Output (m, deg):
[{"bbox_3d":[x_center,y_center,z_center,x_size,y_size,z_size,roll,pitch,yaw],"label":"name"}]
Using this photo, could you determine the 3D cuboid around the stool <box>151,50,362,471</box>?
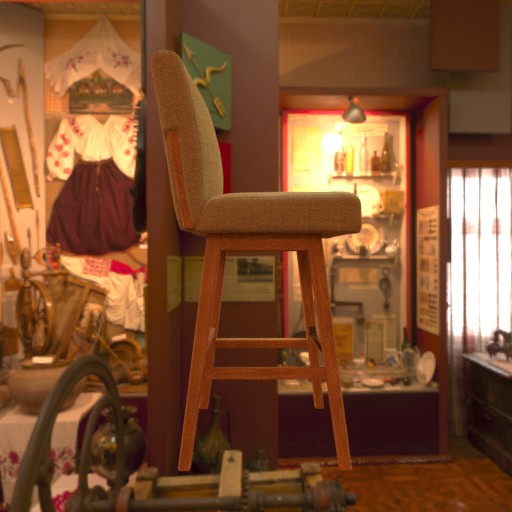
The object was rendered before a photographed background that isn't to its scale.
[{"bbox_3d":[0.000,0.000,1.380,0.569,1.106,0.483,0,0,0],"label":"stool"}]
